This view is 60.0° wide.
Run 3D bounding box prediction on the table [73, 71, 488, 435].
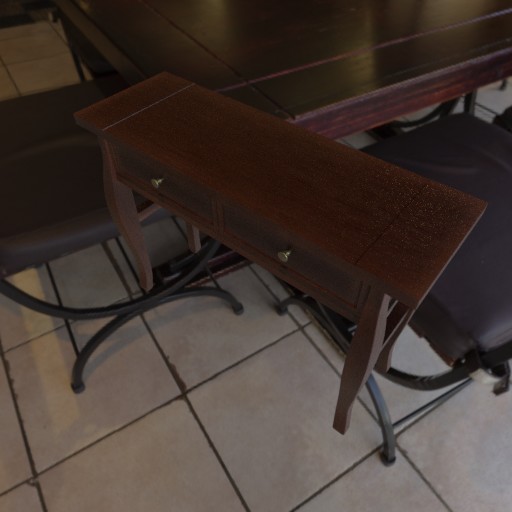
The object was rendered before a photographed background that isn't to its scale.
[{"bbox_3d":[0.000,0.000,1.413,1.062,0.768,0.373,31,54,26],"label":"table"}]
